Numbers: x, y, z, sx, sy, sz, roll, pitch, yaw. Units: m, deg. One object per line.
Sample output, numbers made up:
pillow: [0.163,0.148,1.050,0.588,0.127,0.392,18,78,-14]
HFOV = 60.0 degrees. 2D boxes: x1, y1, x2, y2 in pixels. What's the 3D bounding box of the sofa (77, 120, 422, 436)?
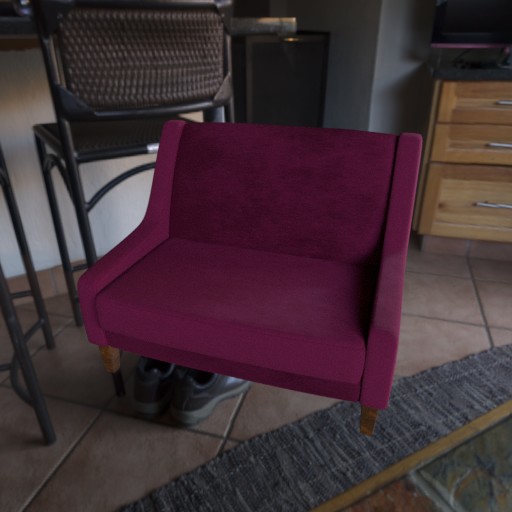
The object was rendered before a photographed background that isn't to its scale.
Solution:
sofa: [0.000,0.000,1.930,1.242,0.976,0.946,8,27,16]
